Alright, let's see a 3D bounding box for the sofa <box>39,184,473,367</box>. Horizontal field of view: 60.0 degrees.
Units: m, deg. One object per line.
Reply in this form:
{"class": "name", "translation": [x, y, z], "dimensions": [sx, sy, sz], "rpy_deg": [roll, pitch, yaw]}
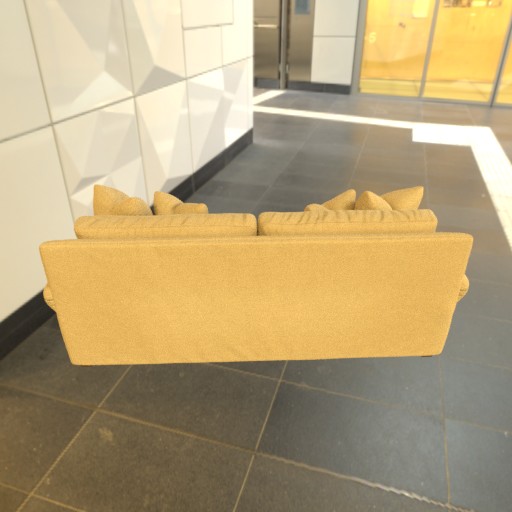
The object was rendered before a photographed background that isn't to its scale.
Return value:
{"class": "sofa", "translation": [0.000, 0.000, 2.810], "dimensions": [2.285, 0.904, 1.067], "rpy_deg": [-1, 30, -2]}
